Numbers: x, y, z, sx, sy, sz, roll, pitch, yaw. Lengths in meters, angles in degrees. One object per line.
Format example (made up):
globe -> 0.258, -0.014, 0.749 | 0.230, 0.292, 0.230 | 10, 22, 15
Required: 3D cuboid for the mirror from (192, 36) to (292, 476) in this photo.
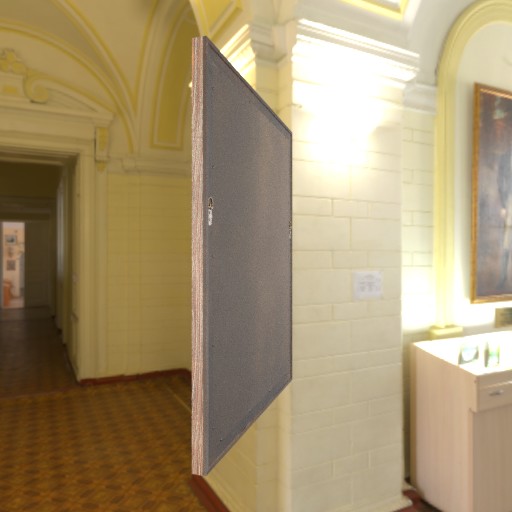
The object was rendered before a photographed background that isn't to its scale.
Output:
mirror -> 0.000, 0.000, 1.239 | 0.032, 0.882, 0.730 | 0, 0, 18
